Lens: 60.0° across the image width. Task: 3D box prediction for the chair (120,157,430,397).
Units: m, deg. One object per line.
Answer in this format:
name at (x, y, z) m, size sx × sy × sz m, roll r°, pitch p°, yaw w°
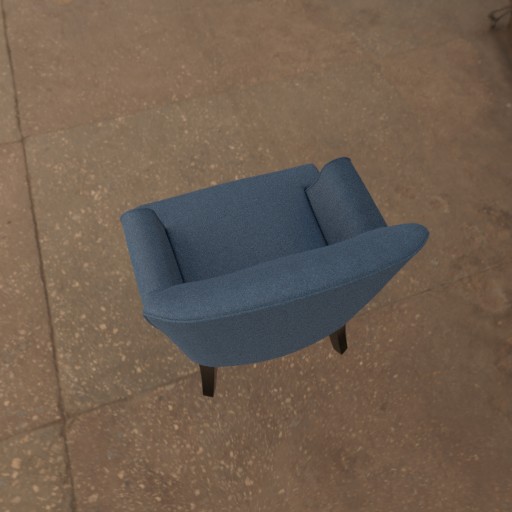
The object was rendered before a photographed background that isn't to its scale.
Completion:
chair at (0.000, 0.000, 1.477) m, size 0.770 × 0.878 × 0.754 m, roll -16°, pitch 59°, yaw -9°
